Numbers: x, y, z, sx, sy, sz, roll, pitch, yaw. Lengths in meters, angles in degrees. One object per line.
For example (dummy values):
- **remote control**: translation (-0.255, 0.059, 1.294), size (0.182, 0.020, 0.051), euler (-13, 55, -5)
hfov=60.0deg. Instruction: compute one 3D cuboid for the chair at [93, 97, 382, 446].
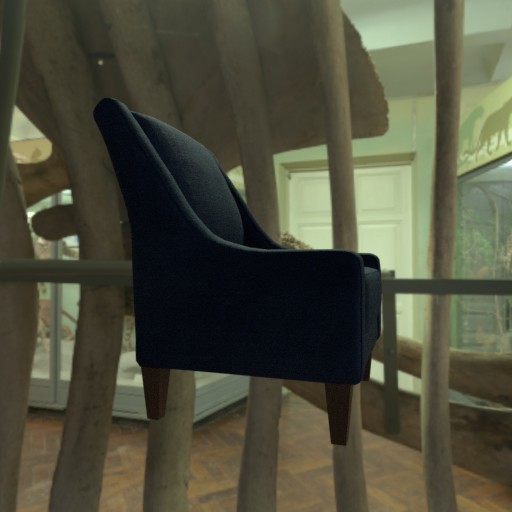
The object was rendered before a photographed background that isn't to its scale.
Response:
- **chair**: translation (0.000, 0.000, 1.631), size (0.870, 1.014, 0.774), euler (0, -1, 19)
